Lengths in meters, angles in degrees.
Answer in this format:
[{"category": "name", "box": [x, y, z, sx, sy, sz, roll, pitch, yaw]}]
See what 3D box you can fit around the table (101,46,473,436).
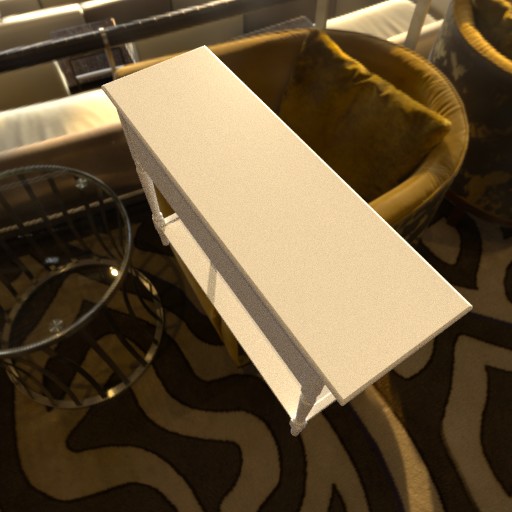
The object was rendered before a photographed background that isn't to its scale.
[{"category": "table", "box": [0.000, 0.000, 1.547, 0.386, 0.814, 1.191, -30, 63, -17]}]
